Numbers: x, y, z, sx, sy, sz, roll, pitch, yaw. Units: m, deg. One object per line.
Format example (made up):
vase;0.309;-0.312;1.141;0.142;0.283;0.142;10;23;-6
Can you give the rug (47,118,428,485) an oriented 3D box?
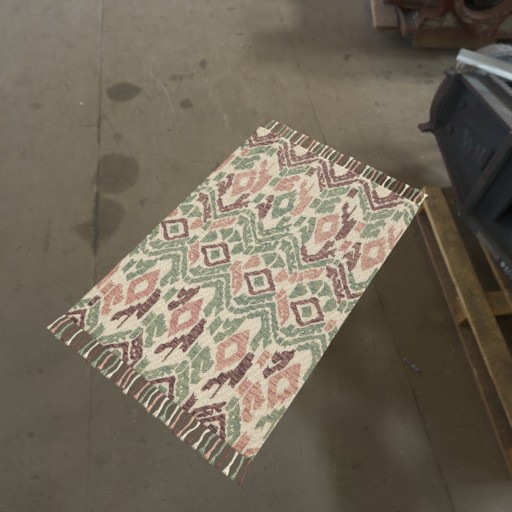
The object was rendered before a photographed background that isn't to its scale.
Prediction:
rug;0.000;0.000;3.082;1.524;0.011;2.438;31;63;18
